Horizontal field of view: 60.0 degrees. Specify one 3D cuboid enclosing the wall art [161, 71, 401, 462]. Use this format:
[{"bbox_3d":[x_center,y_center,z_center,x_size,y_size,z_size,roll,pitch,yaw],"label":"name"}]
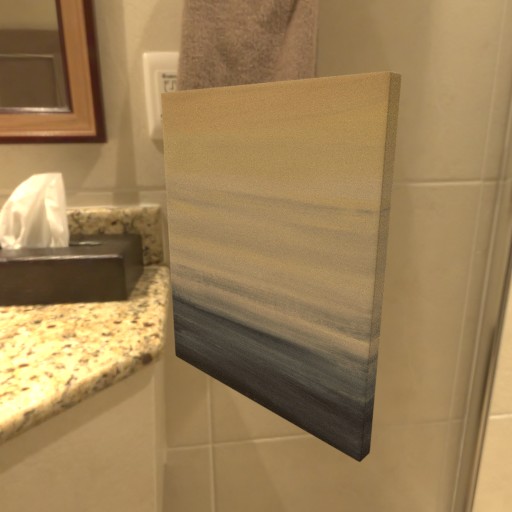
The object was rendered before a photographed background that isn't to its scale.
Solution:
[{"bbox_3d":[0.000,0.000,0.983,0.608,0.710,0.041,15,22,42],"label":"wall art"}]
